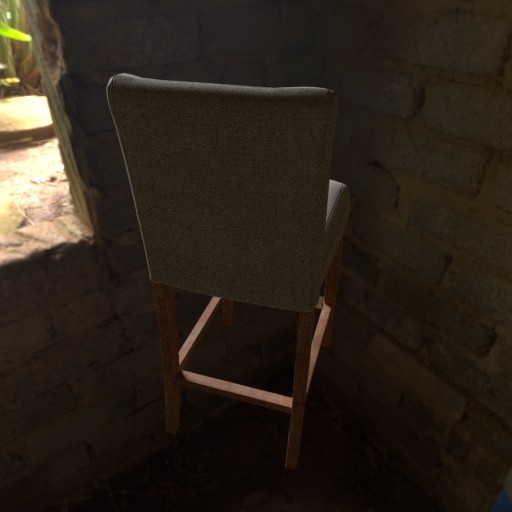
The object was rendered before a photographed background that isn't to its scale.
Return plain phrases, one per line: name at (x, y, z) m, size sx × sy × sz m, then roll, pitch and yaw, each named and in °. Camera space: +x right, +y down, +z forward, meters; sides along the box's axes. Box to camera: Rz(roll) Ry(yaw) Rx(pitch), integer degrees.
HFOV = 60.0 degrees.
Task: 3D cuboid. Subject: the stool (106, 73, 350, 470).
stool at (0.000, 0.000, 1.258) m, size 0.454 × 1.039 × 0.567 m, roll 10°, pitch 34°, yaw 15°
